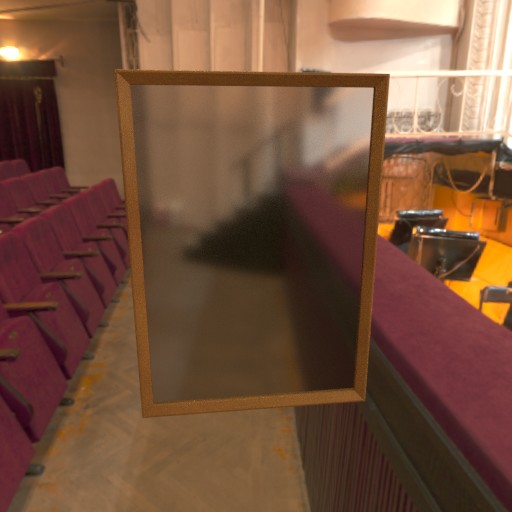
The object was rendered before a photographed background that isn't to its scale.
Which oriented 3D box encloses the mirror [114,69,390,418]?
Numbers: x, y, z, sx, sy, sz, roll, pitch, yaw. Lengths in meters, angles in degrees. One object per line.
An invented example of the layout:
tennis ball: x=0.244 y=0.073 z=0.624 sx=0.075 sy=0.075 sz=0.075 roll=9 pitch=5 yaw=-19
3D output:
mirror: x=0.000 y=0.000 z=0.924 sx=0.507 sy=0.710 sz=0.039 roll=-2 pitch=16 yaw=-7
